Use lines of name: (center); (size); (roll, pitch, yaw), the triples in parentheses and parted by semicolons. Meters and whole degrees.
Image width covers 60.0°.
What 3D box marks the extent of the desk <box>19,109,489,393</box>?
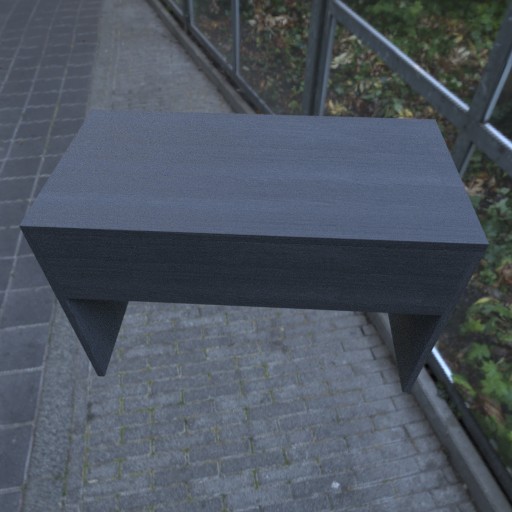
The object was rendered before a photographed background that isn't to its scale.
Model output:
desk: (0.000, 0.000, 1.490); (1.099, 0.729, 0.557); (2, 47, 2)
